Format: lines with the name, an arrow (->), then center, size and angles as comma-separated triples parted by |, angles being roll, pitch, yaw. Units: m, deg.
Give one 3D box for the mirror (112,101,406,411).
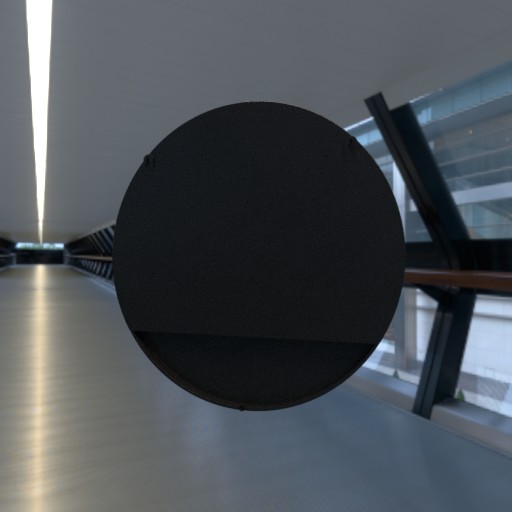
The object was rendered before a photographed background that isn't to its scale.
mirror -> 0.000, 0.000, 0.715 | 0.457, 0.457, 0.133 | 0, -1, 19
